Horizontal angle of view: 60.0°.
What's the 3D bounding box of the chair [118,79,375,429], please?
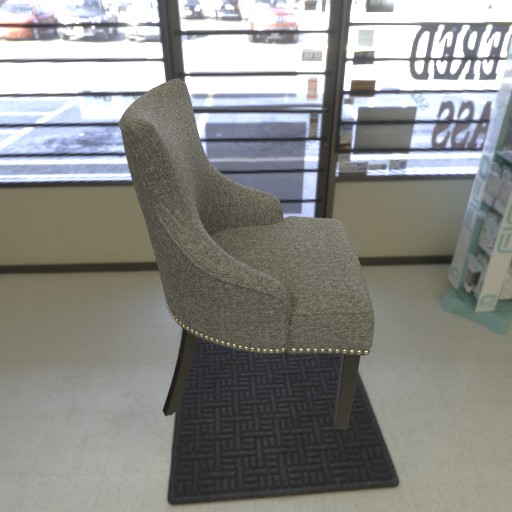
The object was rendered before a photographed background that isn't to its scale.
[{"bbox_3d":[0.000,0.000,1.310,0.629,0.909,0.566,0,31,1],"label":"chair"}]
